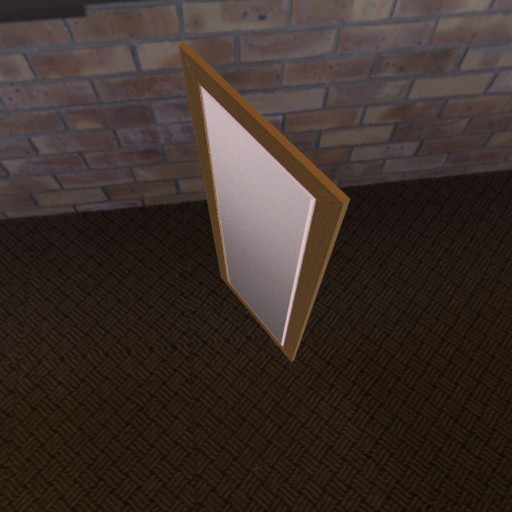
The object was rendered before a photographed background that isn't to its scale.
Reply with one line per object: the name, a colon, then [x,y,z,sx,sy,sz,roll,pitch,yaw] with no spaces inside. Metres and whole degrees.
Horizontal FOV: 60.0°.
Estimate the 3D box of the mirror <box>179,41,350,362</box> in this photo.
mirror: [0.000,0.000,2.289,0.025,2.031,0.812,-36,69,-16]
